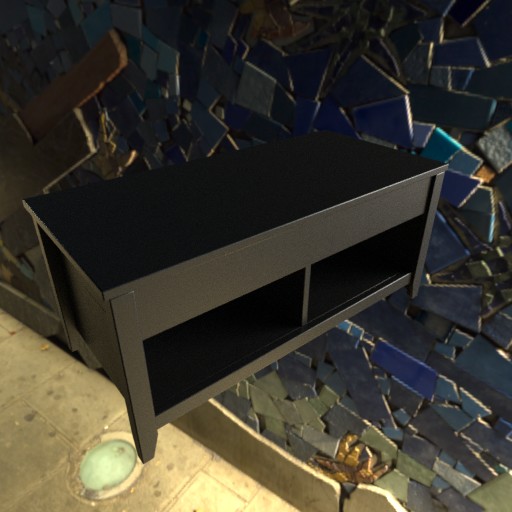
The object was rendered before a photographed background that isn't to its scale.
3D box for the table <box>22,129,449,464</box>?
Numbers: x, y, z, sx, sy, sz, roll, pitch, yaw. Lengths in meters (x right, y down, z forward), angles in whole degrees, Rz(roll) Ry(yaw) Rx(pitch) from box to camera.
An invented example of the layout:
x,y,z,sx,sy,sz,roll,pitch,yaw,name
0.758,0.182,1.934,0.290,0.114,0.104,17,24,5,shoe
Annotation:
x,y,z,sx,sy,sz,roll,pitch,yaw,name
0.000,0.000,1.262,1.016,0.457,0.483,-22,37,-33,table
